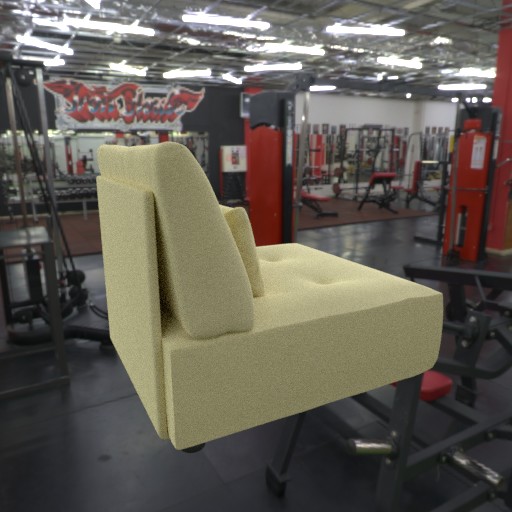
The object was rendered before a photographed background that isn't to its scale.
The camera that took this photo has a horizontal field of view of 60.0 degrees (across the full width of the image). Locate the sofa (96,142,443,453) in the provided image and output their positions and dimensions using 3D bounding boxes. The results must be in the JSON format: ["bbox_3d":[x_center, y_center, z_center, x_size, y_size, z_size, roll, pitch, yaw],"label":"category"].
[{"bbox_3d":[0.000,0.000,1.677,1.000,0.820,0.930,-7,15,-27],"label":"sofa"}]
